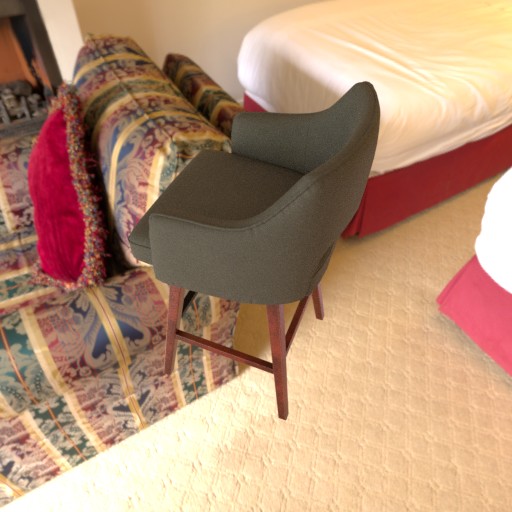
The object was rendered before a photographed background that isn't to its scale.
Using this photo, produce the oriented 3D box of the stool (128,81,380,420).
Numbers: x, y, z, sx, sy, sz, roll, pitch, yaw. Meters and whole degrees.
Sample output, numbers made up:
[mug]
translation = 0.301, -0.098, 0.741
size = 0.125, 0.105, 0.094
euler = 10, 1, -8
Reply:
[stool]
translation = 0.000, 0.000, 1.350
size = 0.558, 1.012, 0.548
euler = 16, 49, 15
